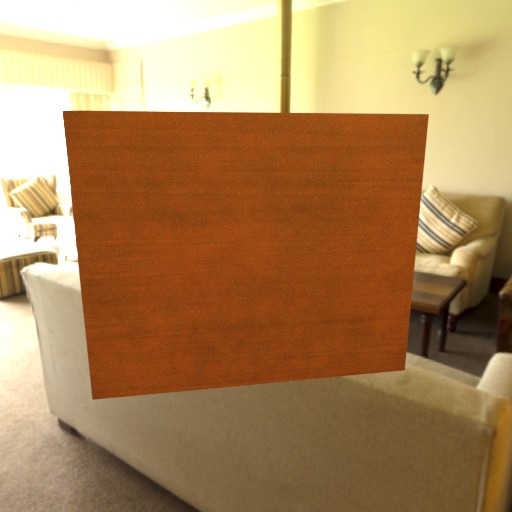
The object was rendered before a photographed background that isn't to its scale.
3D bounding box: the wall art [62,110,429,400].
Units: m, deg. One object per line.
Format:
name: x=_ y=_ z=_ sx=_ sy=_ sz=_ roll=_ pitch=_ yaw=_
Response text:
wall art: x=0.000 y=0.000 z=0.534 sx=0.401 sy=0.328 sz=0.030 roll=-3 pitch=15 yaw=-10
